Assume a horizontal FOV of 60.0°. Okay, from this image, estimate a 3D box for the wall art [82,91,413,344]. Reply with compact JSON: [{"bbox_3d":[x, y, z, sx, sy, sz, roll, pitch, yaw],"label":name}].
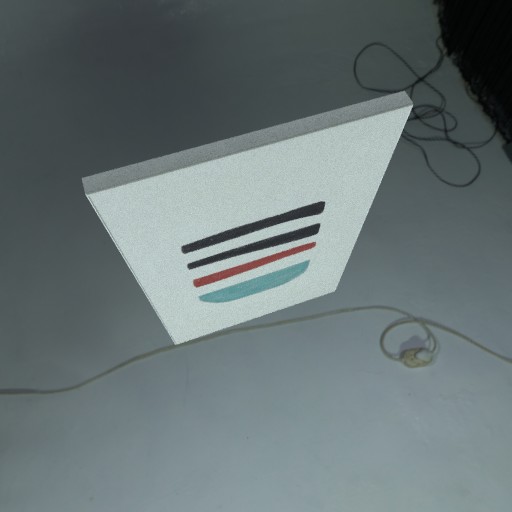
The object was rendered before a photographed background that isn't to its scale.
[{"bbox_3d":[0.000,0.000,1.189,0.607,0.912,0.038,-17,65,-9],"label":"wall art"}]
